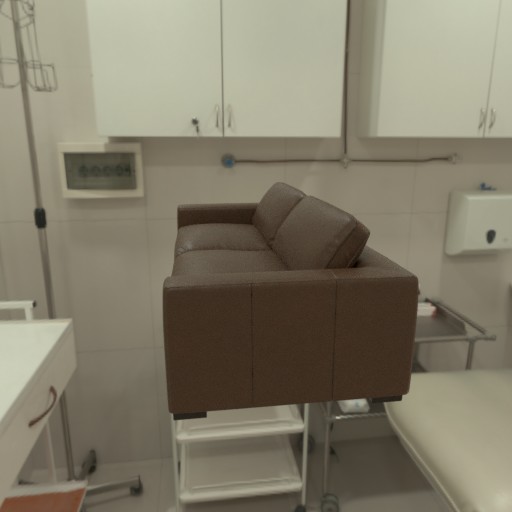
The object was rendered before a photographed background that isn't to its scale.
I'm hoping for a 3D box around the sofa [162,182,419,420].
[{"bbox_3d":[0.000,0.000,2.850,1.070,0.801,2.262,-2,15,-8],"label":"sofa"}]
